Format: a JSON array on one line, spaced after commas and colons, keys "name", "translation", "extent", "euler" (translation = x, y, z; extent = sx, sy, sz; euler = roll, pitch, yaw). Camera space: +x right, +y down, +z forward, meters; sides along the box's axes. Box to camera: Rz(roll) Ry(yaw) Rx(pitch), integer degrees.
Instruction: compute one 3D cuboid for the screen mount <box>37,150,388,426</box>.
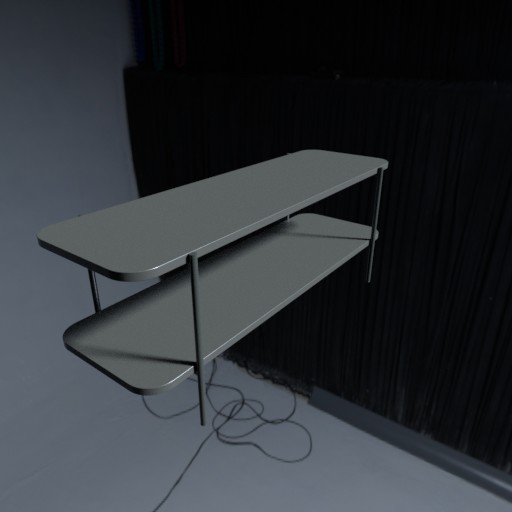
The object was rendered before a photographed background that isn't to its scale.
[{"name": "screen mount", "translation": [0.000, 0.000, 1.403], "extent": [0.400, 0.447, 1.200], "euler": [18, 30, 34]}]
